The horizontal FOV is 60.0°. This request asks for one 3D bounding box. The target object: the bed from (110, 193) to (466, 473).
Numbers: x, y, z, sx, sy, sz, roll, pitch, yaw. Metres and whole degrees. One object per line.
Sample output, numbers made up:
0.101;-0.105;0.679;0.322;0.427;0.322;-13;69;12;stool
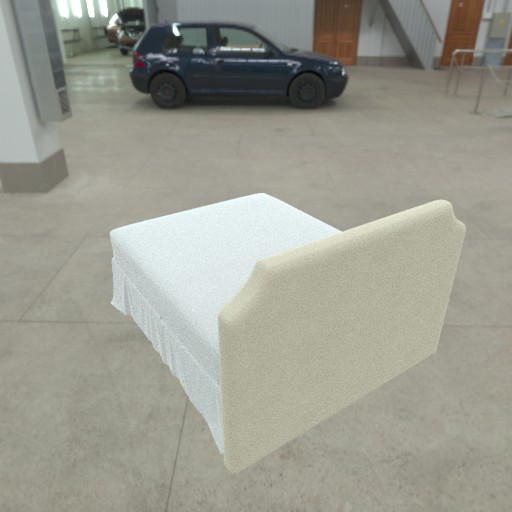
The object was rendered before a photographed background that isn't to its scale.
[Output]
0.000;0.000;3.400;1.827;1.296;2.209;-18;34;-30;bed
